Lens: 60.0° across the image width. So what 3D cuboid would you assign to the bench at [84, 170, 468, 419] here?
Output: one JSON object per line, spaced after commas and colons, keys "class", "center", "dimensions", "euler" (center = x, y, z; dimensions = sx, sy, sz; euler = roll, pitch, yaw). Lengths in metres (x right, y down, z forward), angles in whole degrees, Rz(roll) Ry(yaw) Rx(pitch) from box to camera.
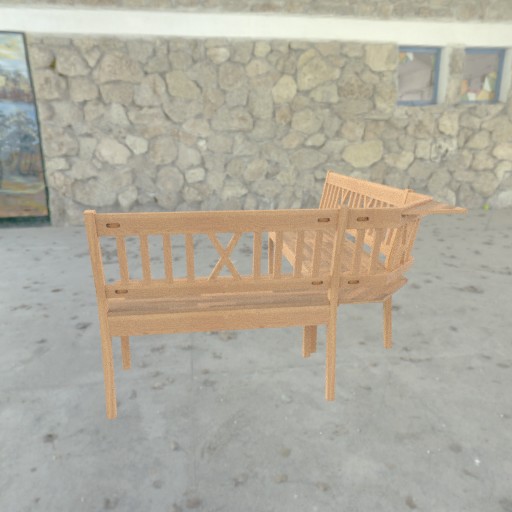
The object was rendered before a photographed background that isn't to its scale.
{"class": "bench", "center": [0.000, 0.000, 2.757], "dimensions": [1.537, 0.902, 1.937], "euler": [-2, 15, -8]}
